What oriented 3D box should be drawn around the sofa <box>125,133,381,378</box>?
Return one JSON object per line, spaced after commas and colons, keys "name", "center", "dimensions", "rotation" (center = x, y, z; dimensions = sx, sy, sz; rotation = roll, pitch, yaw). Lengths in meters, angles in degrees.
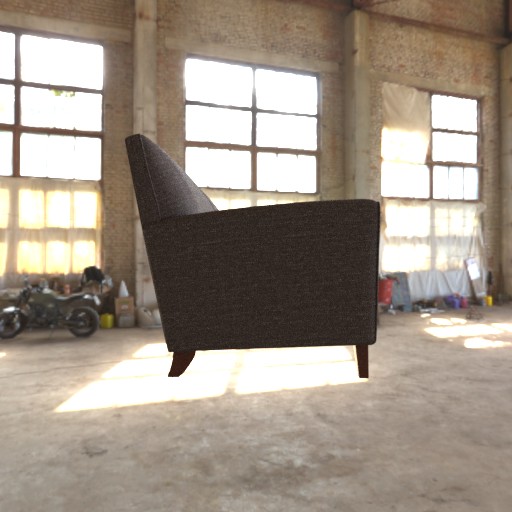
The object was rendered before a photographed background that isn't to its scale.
{"name": "sofa", "center": [0.000, 0.000, 2.457], "dimensions": [0.875, 0.846, 1.976], "rotation": [0, 0, 1]}
